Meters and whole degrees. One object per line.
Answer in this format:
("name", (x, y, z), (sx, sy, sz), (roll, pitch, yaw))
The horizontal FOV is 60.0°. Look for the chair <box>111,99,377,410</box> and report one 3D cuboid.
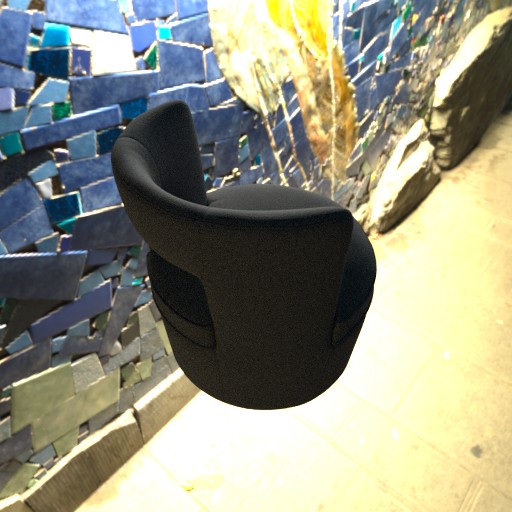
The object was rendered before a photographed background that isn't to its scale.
("chair", (0.000, 0.000, 1.267), (0.660, 0.719, 0.689), (-24, 46, -26))
